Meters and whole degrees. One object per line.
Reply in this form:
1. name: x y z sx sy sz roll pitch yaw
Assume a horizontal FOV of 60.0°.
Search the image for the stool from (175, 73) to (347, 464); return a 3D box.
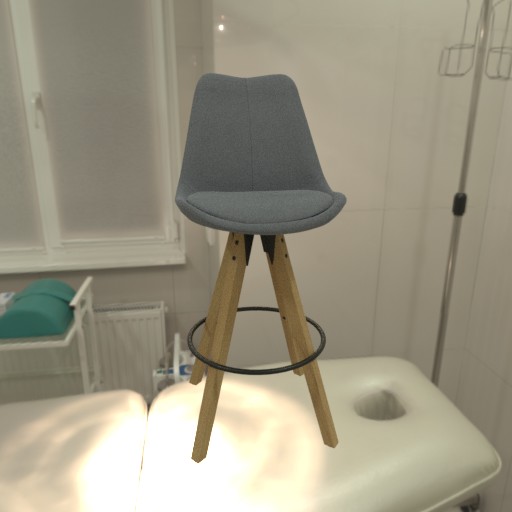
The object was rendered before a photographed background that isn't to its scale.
1. stool: 0.000 0.000 1.405 0.485 1.115 0.550 -3 18 -8
